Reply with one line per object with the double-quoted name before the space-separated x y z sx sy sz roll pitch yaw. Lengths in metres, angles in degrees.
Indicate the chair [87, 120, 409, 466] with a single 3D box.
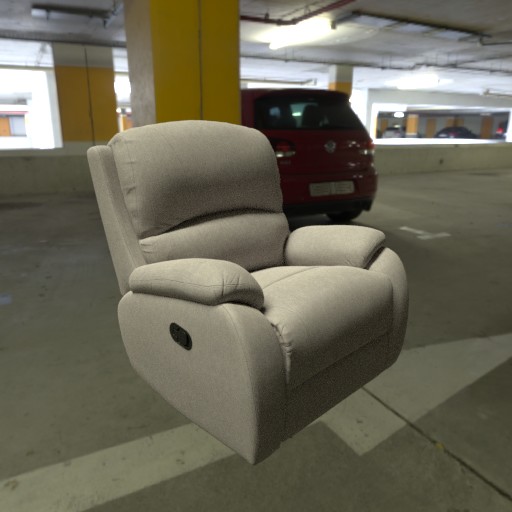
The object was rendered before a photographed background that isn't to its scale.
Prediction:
"chair" 0.000 0.000 1.710 0.899 1.011 0.930 15 21 42
